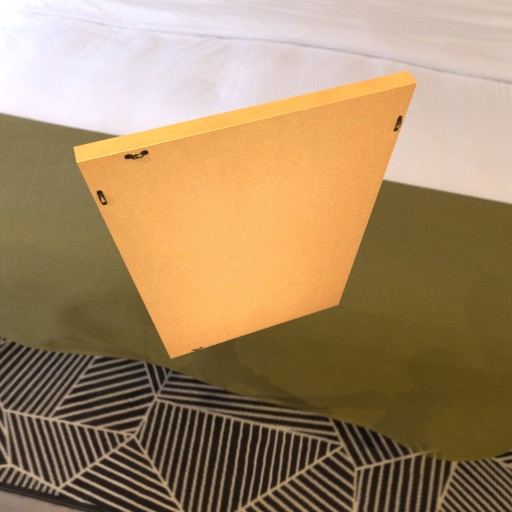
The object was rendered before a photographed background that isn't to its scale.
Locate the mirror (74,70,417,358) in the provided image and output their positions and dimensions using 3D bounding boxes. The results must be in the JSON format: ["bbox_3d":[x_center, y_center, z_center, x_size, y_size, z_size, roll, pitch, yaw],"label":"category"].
[{"bbox_3d":[0.000,0.000,1.145,0.609,0.915,0.041,-16,59,-10],"label":"mirror"}]
